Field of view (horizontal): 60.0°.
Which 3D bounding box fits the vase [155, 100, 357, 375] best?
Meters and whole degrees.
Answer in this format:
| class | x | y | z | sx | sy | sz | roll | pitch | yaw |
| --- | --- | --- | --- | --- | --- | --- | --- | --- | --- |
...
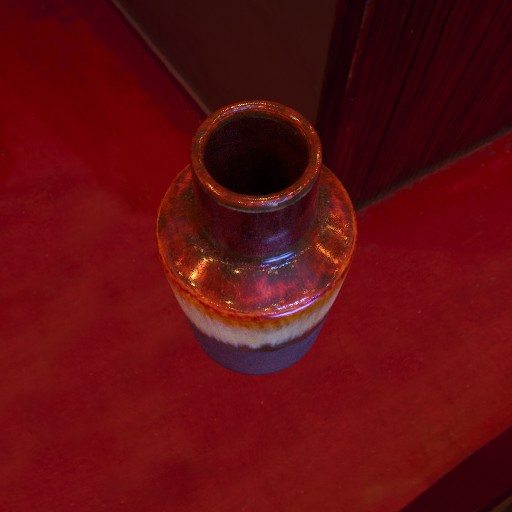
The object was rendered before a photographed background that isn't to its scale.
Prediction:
| class | x | y | z | sx | sy | sz | roll | pitch | yaw |
| --- | --- | --- | --- | --- | --- | --- | --- | --- | --- |
| vase | 0.000 | 0.000 | 0.271 | 0.108 | 0.204 | 0.108 | 0 | 65 | 0 |
